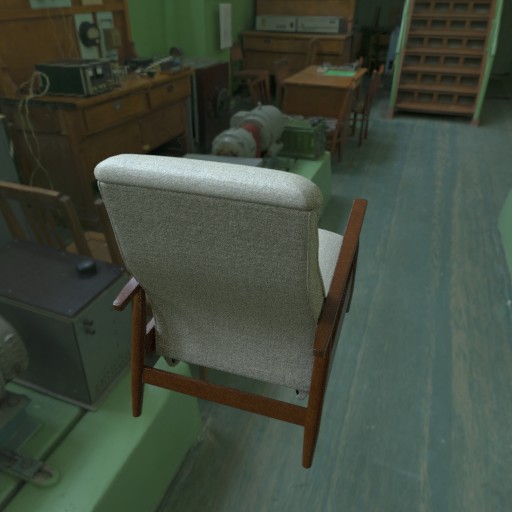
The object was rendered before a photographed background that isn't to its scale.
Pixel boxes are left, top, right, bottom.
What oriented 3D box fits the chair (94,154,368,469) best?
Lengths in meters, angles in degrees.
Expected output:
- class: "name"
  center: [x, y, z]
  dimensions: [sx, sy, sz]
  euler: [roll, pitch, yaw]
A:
- class: "chair"
  center: [0.000, 0.000, 1.798]
  dimensions: [0.762, 1.082, 1.014]
  euler: [10, 33, 16]
